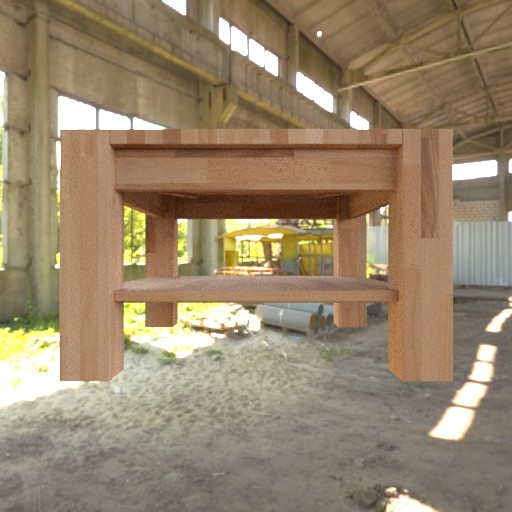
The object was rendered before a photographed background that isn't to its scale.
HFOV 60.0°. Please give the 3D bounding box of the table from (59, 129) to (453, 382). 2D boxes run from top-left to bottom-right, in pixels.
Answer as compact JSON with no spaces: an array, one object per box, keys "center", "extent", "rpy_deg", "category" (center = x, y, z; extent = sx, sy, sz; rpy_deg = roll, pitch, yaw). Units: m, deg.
[{"center":[0.000,0.000,1.138],"extent":[0.700,0.451,0.700],"rpy_deg":[0,0,0],"category":"table"}]
